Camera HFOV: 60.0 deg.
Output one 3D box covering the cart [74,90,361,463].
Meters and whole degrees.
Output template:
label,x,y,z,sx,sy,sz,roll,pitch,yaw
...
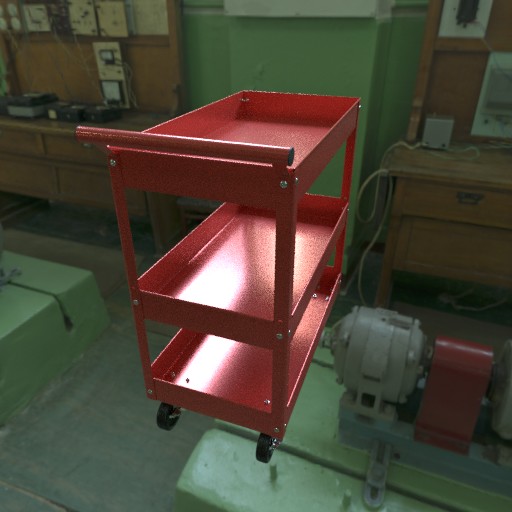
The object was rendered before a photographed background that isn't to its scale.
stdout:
label,x,y,z,sx,sy,sz,roll,pitch,yaw
cart,0.000,0.000,1.145,0.366,0.780,0.719,10,31,18
